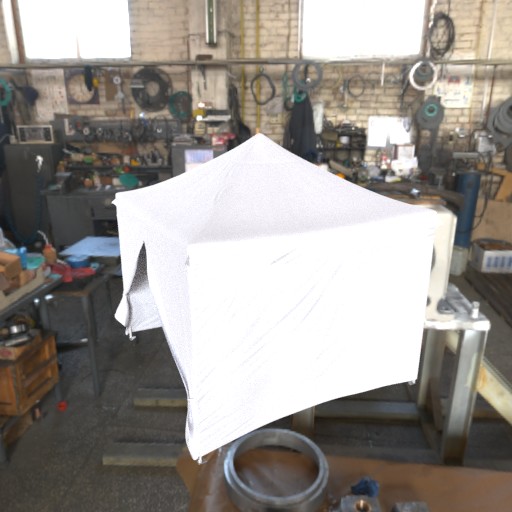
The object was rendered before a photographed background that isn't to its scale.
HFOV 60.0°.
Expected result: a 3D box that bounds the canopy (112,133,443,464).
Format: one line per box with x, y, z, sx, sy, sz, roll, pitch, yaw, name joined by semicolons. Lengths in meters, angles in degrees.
0.000;0.000;5.615;3.121;2.997;3.043;-9;20;-27;canopy
